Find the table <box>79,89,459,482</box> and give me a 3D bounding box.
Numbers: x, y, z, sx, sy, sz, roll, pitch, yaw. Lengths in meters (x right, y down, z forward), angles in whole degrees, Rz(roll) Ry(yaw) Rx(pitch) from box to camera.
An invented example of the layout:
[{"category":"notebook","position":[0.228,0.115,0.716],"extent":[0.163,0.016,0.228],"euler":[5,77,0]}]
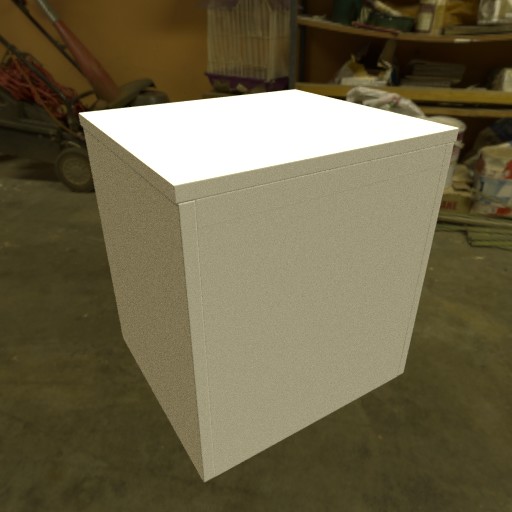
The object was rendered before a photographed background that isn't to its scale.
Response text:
[{"category":"table","position":[0.000,0.000,0.765],"extent":[0.420,0.460,0.380],"euler":[-17,34,-27]}]
